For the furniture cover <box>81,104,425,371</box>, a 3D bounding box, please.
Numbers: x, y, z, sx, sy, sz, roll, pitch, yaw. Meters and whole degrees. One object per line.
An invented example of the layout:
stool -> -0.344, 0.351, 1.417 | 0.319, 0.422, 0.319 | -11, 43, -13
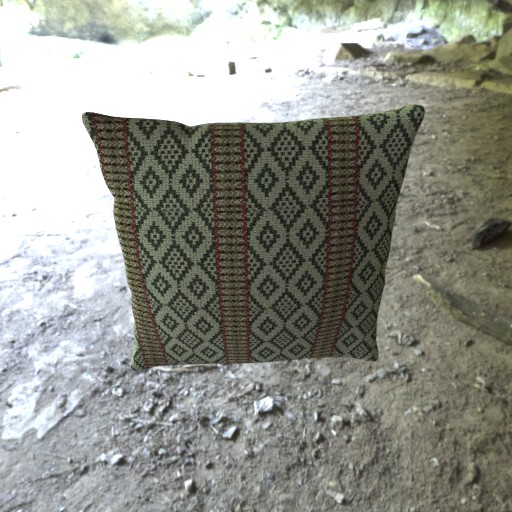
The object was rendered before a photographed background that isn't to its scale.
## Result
furniture cover -> 0.000, 0.000, 0.776 | 0.503, 0.506, 0.182 | -2, 31, -3
